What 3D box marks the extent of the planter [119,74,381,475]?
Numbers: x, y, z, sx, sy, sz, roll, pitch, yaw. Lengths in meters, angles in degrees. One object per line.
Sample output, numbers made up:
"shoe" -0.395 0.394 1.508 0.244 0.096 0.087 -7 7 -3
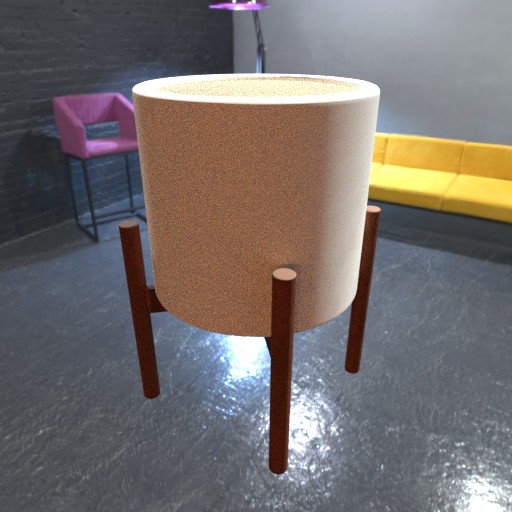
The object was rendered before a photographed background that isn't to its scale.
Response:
"planter" 0.000 0.000 0.490 0.224 0.358 0.224 17 31 31
